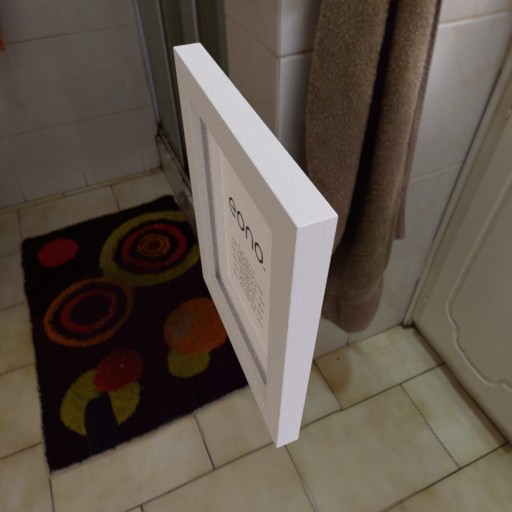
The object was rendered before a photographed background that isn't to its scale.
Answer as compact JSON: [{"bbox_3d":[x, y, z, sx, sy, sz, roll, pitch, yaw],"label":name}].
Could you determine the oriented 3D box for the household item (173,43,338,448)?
[{"bbox_3d":[0.000,0.000,0.344,0.045,0.250,0.200,-17,49,-15],"label":"household item"}]
